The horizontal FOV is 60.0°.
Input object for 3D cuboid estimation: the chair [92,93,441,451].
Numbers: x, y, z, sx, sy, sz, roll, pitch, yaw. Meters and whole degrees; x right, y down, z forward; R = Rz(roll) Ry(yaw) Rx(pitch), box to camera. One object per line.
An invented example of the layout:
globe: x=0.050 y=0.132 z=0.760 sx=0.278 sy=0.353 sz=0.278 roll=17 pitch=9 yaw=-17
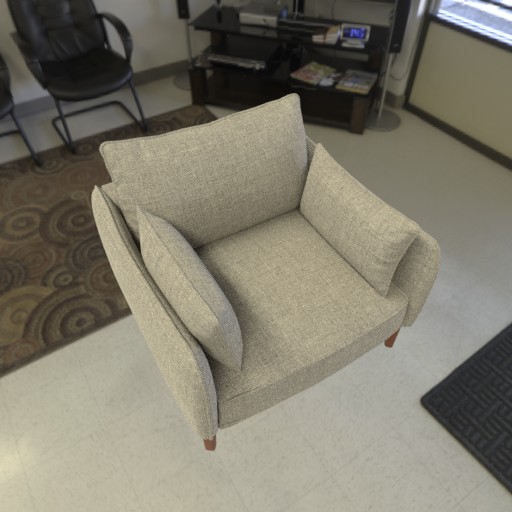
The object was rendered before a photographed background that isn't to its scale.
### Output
chair: x=0.000 y=0.000 z=1.713 sx=0.993 sy=0.839 sz=0.976 roll=-23 pitch=51 yaw=-20
